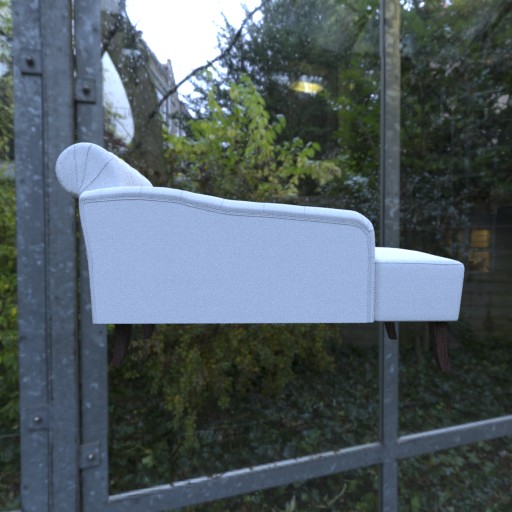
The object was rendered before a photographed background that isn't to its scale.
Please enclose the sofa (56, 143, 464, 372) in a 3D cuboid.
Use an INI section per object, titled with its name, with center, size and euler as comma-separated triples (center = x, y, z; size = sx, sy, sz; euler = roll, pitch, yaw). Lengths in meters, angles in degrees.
[sofa]
center = 0.000, 0.000, 1.780
size = 1.379, 0.787, 0.675
euler = 0, 1, -1
